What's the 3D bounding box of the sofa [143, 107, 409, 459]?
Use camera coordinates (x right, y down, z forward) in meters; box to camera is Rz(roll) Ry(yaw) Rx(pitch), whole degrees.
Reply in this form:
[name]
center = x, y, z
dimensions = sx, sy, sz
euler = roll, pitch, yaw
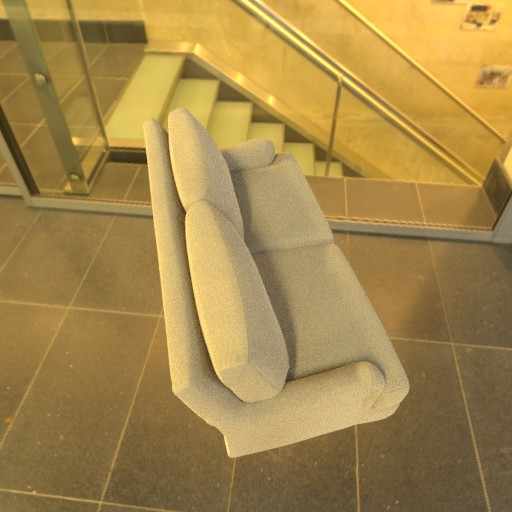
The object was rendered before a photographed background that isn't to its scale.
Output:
[sofa]
center = 0.000, 0.000, 2.671
dimensions = 1.091, 0.997, 2.070
euler = -10, 47, -9
